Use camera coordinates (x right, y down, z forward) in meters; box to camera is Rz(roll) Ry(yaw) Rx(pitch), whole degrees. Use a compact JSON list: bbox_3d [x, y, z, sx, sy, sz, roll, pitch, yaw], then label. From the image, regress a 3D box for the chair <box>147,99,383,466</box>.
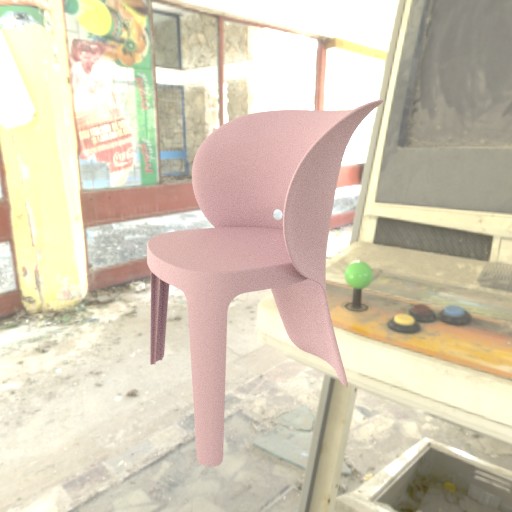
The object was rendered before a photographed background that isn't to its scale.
[{"bbox_3d":[0.000,0.000,0.850,0.402,0.554,0.451,-7,17,-24],"label":"chair"}]
